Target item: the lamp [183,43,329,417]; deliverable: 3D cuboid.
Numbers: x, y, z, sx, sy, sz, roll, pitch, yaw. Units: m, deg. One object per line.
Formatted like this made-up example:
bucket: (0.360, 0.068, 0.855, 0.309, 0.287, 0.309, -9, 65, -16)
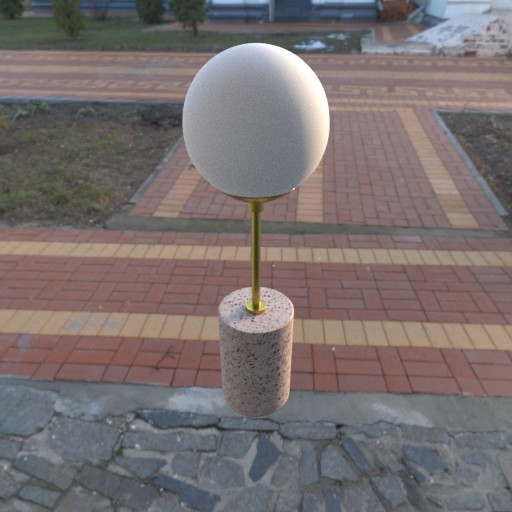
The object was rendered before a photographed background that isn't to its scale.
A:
lamp: (0.000, 0.000, 0.553, 0.153, 0.480, 0.153, 0, 32, 0)
